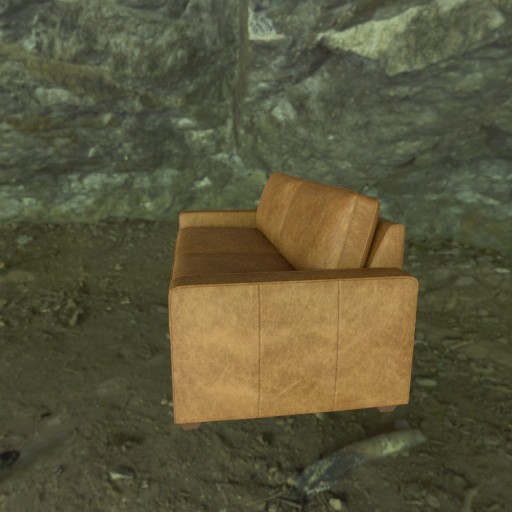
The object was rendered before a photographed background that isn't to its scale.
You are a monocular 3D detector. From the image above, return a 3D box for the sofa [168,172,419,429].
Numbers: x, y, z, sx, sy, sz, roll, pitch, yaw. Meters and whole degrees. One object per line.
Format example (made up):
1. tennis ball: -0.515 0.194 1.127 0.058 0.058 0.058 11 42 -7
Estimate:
1. sofa: 0.000 0.000 2.702 0.991 0.928 2.156 -2 13 -8
